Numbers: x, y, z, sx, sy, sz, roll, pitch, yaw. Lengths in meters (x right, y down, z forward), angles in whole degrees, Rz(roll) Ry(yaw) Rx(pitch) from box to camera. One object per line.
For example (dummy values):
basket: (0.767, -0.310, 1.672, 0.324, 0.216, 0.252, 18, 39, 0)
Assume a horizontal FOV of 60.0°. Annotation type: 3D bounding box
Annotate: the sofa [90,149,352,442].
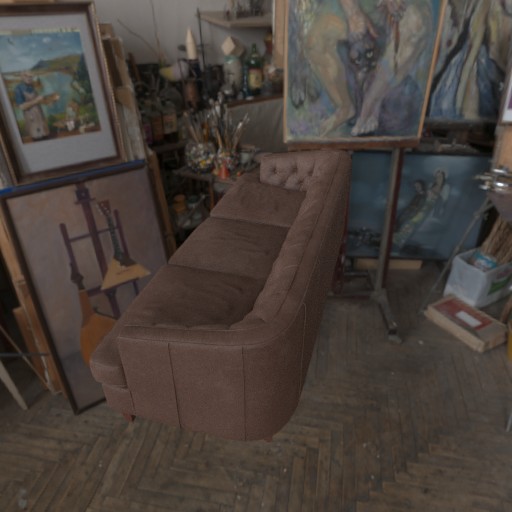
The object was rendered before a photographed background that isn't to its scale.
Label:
sofa: (0.000, 0.000, 2.733, 0.927, 0.787, 2.227, 9, 34, 14)
